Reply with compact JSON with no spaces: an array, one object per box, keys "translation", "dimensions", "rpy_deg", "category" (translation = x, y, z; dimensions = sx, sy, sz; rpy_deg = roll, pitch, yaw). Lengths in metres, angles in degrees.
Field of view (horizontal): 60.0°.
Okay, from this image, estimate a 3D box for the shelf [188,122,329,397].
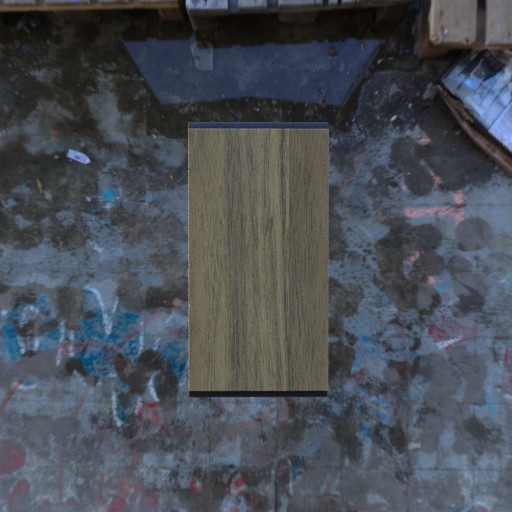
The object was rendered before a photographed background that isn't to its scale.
[{"translation":[0.000,0.000,2.359],"dimensions":[0.431,2.015,0.847],"rpy_deg":[0,91,0],"category":"shelf"}]
